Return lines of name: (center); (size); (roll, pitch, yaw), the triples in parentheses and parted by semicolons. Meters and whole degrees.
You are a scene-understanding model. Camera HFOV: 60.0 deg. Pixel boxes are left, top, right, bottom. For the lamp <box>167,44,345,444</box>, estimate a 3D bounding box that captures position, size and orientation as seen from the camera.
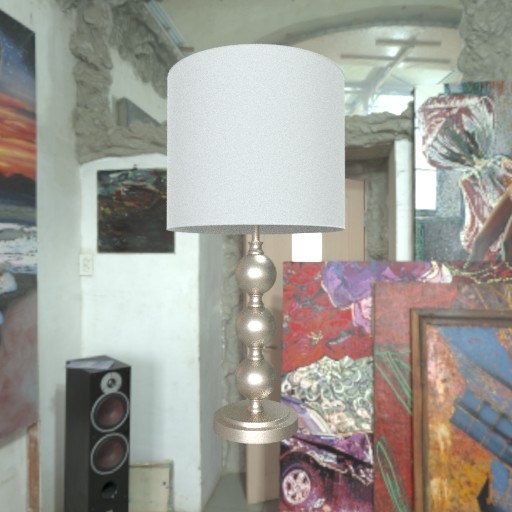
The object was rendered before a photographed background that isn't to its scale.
lamp: (0.000, 0.000, 0.699); (0.277, 0.538, 0.277); (0, 0, -18)
